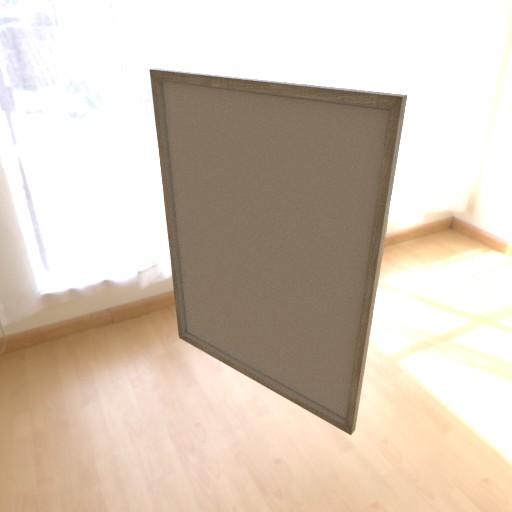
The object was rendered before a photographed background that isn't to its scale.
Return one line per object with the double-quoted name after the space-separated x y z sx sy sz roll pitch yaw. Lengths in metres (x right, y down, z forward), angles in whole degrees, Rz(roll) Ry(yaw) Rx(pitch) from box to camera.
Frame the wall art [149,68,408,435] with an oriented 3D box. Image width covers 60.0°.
0.000 0.000 1.370 0.781 1.022 0.035 20 35 32 "wall art"
